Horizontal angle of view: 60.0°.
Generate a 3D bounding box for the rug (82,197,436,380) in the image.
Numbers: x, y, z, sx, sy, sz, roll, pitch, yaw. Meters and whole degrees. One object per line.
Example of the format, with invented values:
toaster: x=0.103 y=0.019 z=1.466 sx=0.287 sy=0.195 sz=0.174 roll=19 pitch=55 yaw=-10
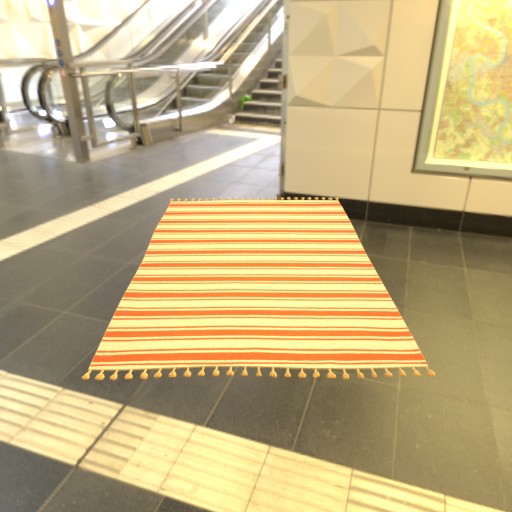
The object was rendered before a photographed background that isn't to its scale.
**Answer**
rug: x=0.000 y=0.000 z=3.024 sx=1.556 sy=0.022 sz=2.433 roll=0 pitch=26 yaw=-1
